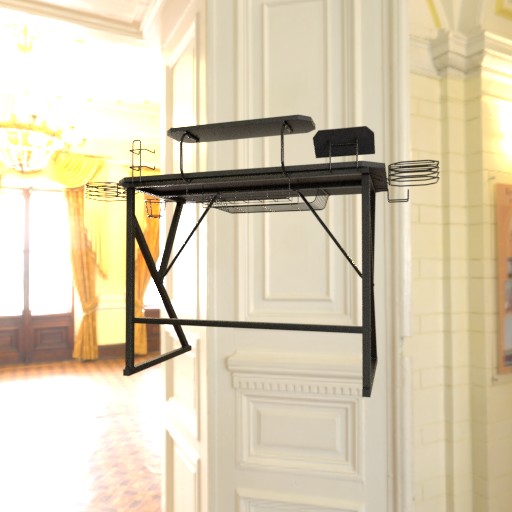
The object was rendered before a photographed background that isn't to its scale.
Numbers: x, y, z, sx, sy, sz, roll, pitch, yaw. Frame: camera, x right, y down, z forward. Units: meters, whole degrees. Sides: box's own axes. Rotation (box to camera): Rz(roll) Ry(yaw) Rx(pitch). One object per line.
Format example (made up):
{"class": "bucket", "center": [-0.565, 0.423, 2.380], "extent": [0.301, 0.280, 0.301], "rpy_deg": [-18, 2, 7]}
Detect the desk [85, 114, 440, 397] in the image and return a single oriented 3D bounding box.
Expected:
{"class": "desk", "center": [0.000, 0.000, 1.716], "extent": [1.290, 0.880, 0.580], "rpy_deg": [0, -1, 18]}
